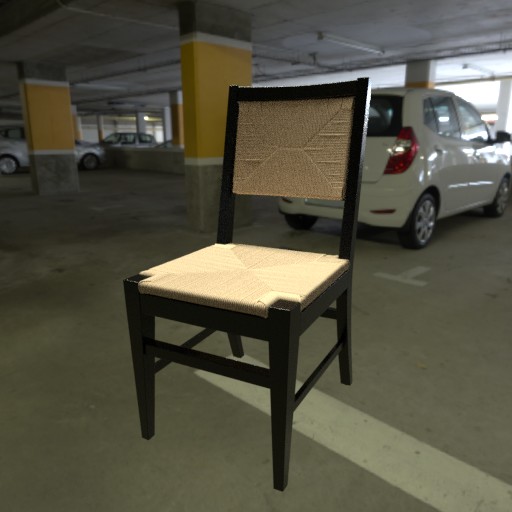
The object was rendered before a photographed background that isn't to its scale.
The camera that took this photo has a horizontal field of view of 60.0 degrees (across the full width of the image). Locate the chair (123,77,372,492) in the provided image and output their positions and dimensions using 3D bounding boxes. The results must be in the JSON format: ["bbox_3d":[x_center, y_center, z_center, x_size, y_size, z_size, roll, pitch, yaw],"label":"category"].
[{"bbox_3d":[0.000,0.000,1.189,0.437,0.927,0.552,8,17,26],"label":"chair"}]
